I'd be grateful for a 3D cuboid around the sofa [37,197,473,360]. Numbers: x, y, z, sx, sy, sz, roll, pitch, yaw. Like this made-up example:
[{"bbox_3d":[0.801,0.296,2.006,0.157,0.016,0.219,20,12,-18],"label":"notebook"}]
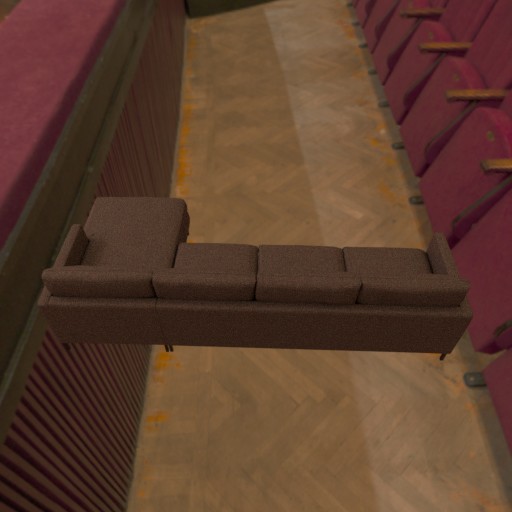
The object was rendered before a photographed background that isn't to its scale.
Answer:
[{"bbox_3d":[0.000,0.000,3.840,3.221,0.892,1.483,1,47,1],"label":"sofa"}]
